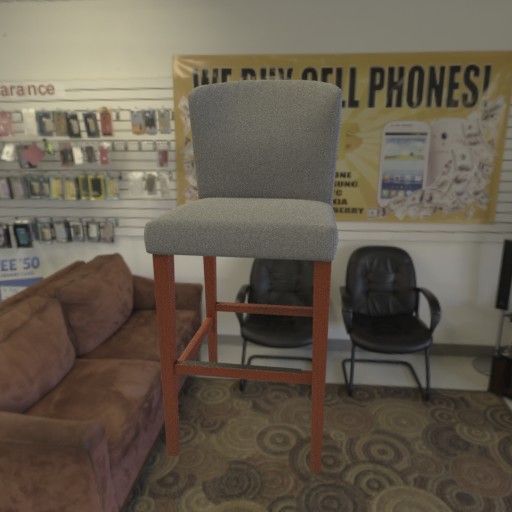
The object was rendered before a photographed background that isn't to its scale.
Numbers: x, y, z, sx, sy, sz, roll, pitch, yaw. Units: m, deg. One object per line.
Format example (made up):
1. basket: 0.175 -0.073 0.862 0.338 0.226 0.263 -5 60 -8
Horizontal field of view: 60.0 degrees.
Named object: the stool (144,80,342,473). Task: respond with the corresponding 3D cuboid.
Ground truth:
1. stool: 0.000 0.000 1.347 0.481 1.069 0.568 2 15 9
